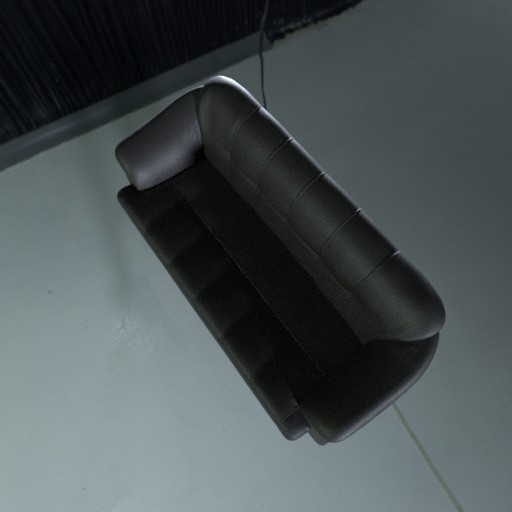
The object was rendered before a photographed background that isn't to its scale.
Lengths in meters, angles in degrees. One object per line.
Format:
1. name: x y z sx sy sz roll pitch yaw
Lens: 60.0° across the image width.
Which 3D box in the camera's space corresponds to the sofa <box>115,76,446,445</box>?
1. sofa: 0.000 0.000 2.244 0.800 0.811 1.829 -34 70 -14
